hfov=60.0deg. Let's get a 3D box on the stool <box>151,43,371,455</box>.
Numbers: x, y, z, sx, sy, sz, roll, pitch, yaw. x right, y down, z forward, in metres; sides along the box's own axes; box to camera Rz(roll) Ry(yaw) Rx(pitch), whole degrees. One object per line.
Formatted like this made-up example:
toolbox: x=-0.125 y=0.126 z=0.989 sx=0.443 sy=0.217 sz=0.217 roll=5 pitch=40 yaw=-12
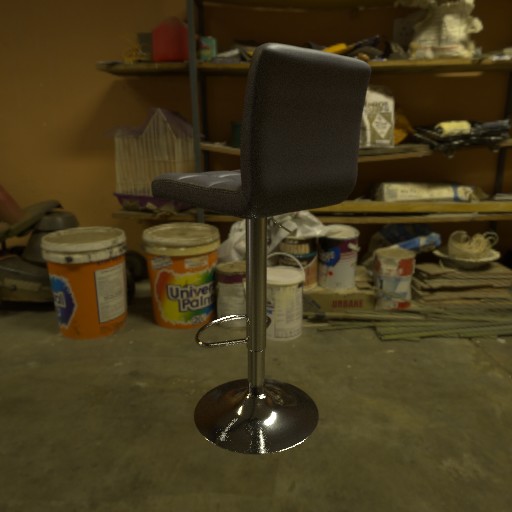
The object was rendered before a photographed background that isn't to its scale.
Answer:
stool: x=0.000 y=0.000 z=1.373 sx=0.430 sy=1.115 sz=0.505 roll=-14 pitch=21 yaw=-42
